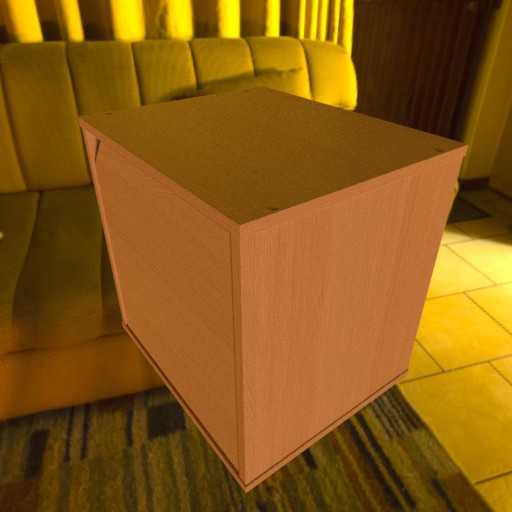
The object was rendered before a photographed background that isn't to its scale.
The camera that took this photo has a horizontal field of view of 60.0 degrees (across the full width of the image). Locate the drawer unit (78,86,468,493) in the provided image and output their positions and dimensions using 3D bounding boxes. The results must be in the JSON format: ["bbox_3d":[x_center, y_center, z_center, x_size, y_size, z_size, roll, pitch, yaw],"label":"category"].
[{"bbox_3d":[0.000,0.000,0.597,0.290,0.344,0.349,-22,39,-30],"label":"drawer unit"}]
